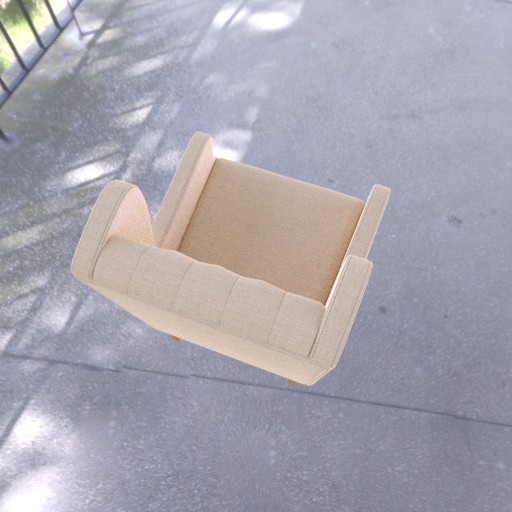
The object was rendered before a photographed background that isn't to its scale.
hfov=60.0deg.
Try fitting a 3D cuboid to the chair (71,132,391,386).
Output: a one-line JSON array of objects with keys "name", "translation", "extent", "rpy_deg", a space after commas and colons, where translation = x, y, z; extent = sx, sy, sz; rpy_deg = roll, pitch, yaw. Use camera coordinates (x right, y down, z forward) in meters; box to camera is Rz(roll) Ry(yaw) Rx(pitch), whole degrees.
[{"name": "chair", "translation": [0.000, 0.000, 1.480], "extent": [0.710, 0.930, 0.760], "rpy_deg": [18, 66, 9]}]
